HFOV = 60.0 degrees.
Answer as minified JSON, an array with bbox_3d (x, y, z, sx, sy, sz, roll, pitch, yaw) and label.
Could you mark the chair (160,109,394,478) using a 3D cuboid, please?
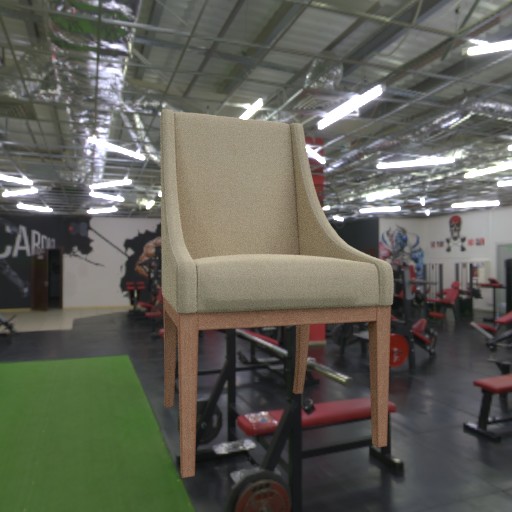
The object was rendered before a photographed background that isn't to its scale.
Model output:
[{"bbox_3d":[0.000,0.000,1.376,0.575,1.021,0.611,0,0,-18],"label":"chair"}]
